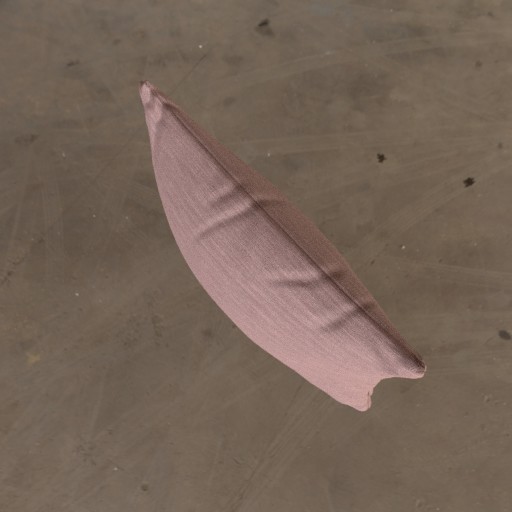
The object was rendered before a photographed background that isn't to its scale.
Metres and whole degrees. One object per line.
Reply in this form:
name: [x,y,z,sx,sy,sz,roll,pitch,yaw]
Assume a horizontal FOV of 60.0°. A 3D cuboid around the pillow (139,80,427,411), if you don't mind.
pillow: [0.000,0.000,0.785,0.210,0.338,0.633,-36,69,-16]
